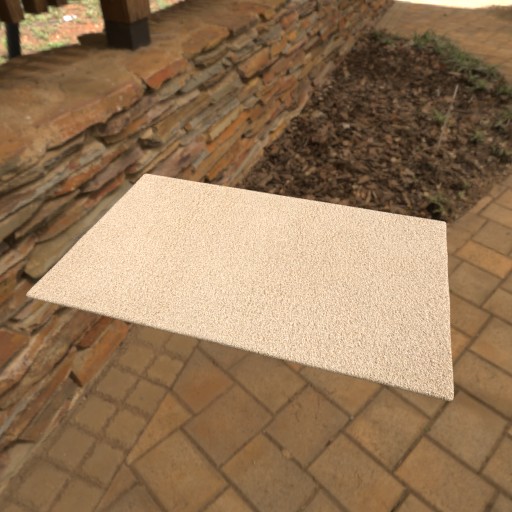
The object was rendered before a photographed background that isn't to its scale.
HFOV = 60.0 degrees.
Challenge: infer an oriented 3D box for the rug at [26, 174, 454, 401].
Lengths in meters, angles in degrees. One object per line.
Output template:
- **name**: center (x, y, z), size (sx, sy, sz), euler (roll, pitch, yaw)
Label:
- **rug**: center (0.000, 0.000, 2.949), size (2.438, 0.030, 1.524), euler (11, 41, 13)
